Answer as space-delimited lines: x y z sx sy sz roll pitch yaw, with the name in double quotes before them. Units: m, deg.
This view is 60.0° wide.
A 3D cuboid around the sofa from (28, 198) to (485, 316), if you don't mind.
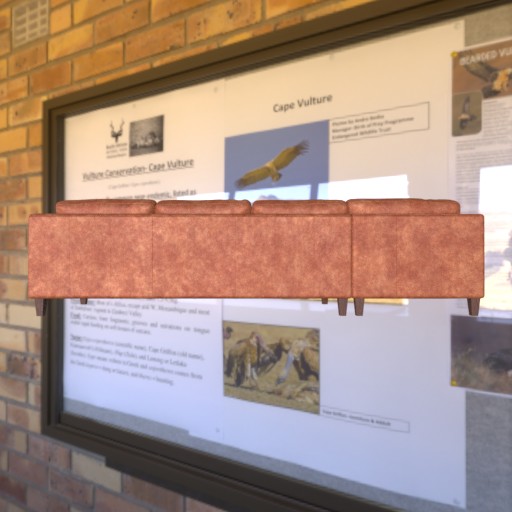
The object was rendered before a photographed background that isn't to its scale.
"sofa" 0.000 0.000 4.256 3.150 0.838 2.438 0 0 0
